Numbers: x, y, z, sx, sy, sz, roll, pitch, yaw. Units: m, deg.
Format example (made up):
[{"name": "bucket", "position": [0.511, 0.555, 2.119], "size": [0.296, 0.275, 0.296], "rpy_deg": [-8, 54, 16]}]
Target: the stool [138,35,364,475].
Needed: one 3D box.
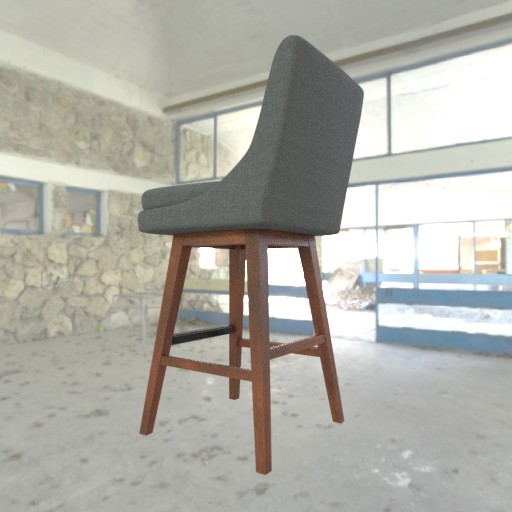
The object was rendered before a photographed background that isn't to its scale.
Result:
[{"name": "stool", "position": [0.000, 0.000, 1.260], "size": [0.524, 0.977, 0.447], "rpy_deg": [-1, -2, 35]}]
